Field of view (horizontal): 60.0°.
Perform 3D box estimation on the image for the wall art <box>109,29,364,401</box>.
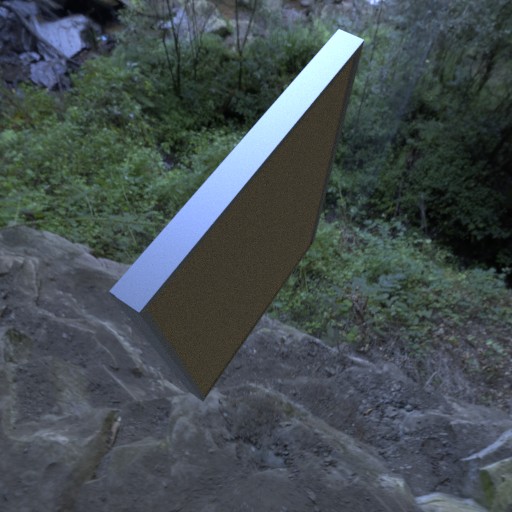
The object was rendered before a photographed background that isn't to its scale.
[{"bbox_3d":[0.000,0.000,0.743,0.039,0.553,0.445,31,68,14],"label":"wall art"}]
